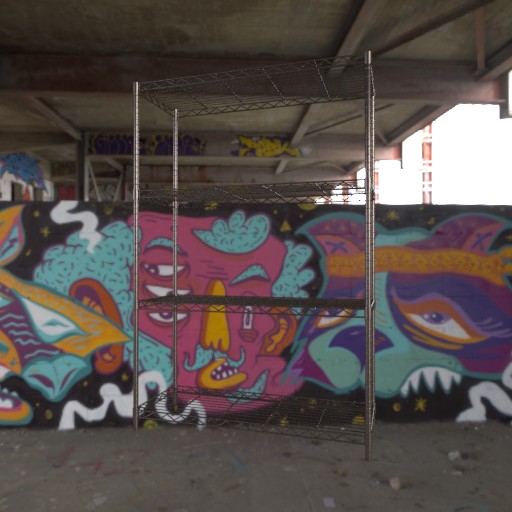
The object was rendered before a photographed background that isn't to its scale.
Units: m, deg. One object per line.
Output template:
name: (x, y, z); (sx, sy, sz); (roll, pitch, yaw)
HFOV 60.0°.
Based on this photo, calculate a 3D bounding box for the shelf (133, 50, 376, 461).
shelf: (0.000, 0.000, 1.763); (0.907, 1.361, 0.352); (0, 0, 17)
